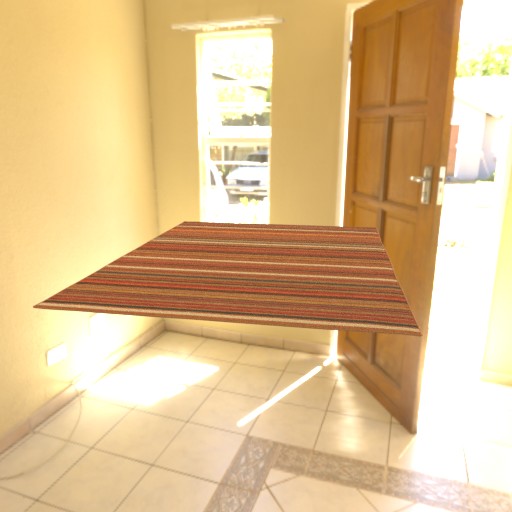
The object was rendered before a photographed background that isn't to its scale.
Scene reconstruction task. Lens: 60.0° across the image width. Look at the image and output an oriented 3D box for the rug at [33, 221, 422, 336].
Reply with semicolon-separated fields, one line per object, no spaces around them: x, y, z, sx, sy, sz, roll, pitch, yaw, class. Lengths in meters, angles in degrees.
0.000;0.000;4.183;2.479;0.023;3.092;3;15;10;rug
